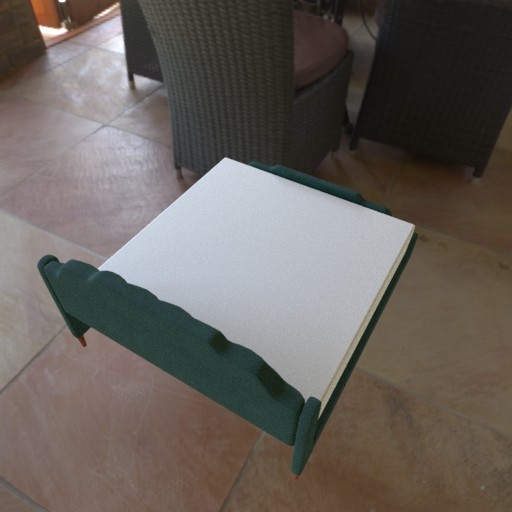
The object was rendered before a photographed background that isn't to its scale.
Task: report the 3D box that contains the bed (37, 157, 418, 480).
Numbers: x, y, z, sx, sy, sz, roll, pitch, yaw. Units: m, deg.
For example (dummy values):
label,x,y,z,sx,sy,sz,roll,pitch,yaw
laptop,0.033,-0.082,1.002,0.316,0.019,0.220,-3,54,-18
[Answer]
label,x,y,z,sx,sy,sz,roll,pitch,yaw
bed,0.000,0.000,3.586,2.074,1.245,2.340,24,51,21
